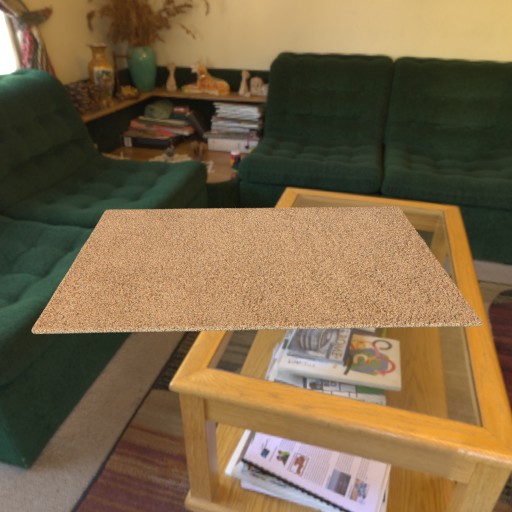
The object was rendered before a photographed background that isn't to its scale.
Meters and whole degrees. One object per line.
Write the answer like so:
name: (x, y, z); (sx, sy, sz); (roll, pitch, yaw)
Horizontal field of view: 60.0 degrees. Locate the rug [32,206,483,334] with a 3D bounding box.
rug: (0.000, 0.000, 3.035); (2.438, 0.030, 1.524); (-1, 31, -1)
